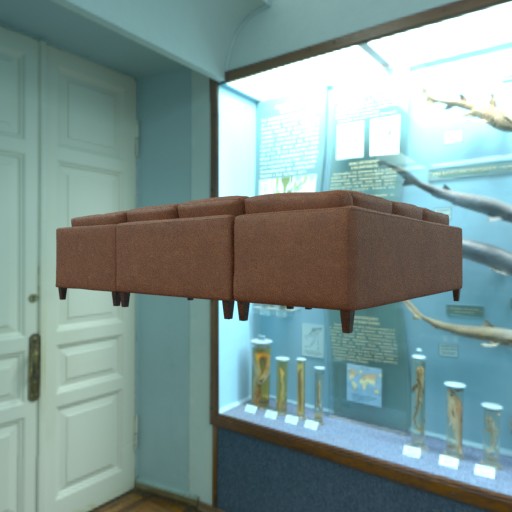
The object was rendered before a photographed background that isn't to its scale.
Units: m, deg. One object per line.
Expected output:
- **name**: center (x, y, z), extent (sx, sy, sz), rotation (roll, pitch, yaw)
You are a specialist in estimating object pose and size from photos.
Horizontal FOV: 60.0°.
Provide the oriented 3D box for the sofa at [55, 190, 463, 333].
- **sofa**: center (0.000, 0.000, 4.626), extent (3.460, 0.923, 2.593), rotation (0, 0, 38)
